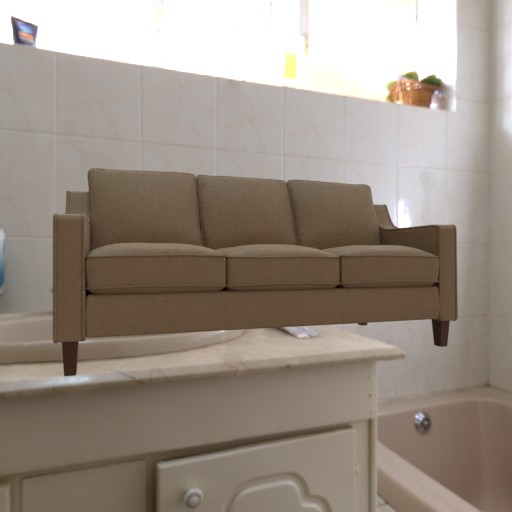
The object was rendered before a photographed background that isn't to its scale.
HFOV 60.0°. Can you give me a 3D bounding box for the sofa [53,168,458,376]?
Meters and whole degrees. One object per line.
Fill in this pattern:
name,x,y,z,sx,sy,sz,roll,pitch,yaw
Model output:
sofa,0.000,0.000,2.473,1.986,0.974,0.911,0,0,-18
